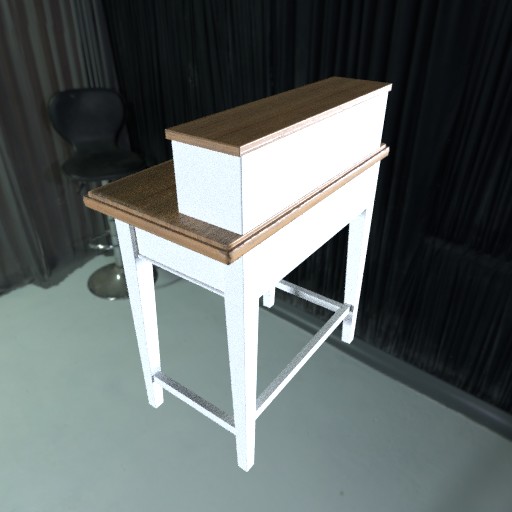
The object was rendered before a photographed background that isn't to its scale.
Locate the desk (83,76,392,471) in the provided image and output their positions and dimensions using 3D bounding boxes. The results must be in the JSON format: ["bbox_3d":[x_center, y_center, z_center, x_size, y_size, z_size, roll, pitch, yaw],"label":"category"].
[{"bbox_3d":[0.000,0.000,1.408,0.462,0.981,0.814,21,38,30],"label":"desk"}]
